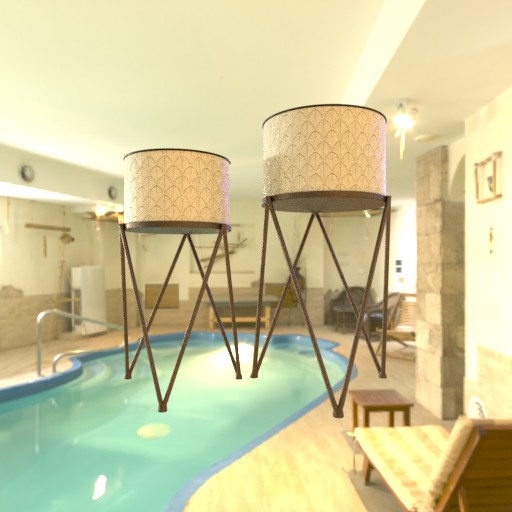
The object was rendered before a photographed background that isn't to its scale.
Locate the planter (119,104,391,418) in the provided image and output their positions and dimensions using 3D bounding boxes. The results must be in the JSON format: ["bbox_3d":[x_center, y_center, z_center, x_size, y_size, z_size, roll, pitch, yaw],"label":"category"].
[{"bbox_3d":[0.000,0.000,1.178,0.769,0.712,0.413,0,-1,0],"label":"planter"}]
